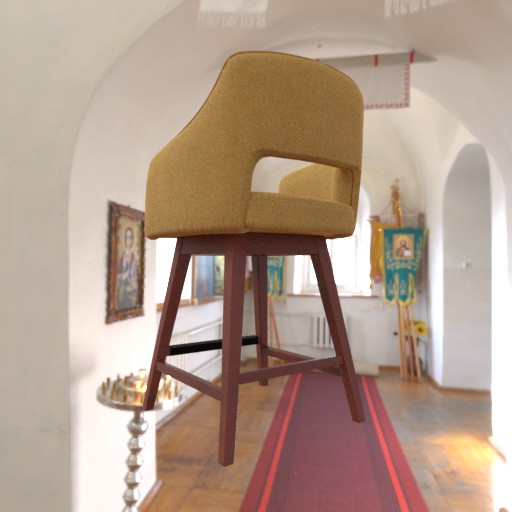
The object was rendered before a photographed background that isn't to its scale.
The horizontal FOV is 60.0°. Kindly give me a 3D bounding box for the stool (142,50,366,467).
[{"bbox_3d":[0.000,0.000,1.266,0.548,0.924,0.558,0,-1,-36],"label":"stool"}]
